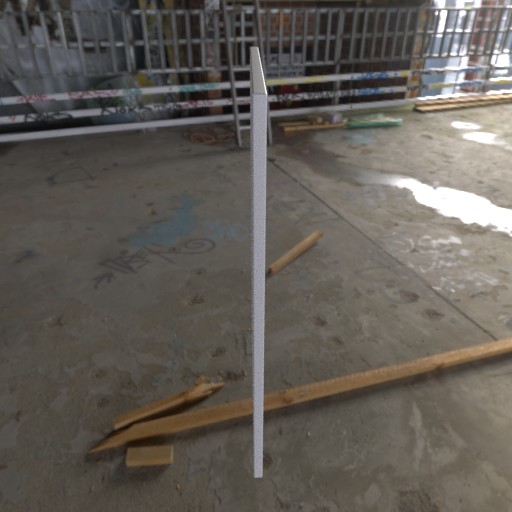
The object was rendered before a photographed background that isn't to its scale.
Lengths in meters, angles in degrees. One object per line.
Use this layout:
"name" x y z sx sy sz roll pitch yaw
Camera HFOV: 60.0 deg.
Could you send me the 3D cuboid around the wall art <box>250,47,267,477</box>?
"wall art" 0.000 0.000 0.599 0.011 0.482 0.329 0 31 -1
